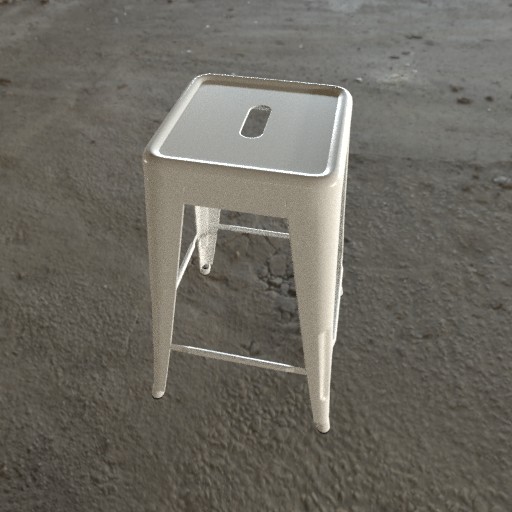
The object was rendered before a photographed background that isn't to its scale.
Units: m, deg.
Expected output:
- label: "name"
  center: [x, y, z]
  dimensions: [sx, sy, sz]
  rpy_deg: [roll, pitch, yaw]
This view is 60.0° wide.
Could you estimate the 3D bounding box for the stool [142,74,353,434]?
- label: "stool"
  center: [0.000, 0.000, 0.892]
  dimensions: [0.406, 0.610, 0.406]
  rpy_deg: [9, 47, 8]
